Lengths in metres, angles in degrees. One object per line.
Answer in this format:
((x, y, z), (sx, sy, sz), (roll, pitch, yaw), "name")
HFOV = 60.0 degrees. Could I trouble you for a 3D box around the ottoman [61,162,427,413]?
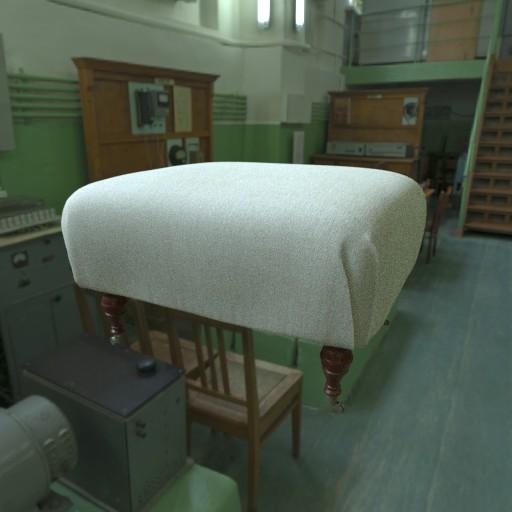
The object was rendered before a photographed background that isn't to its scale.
((0.000, 0.000, 1.123), (0.747, 0.450, 0.622), (9, 19, 26), "ottoman")
